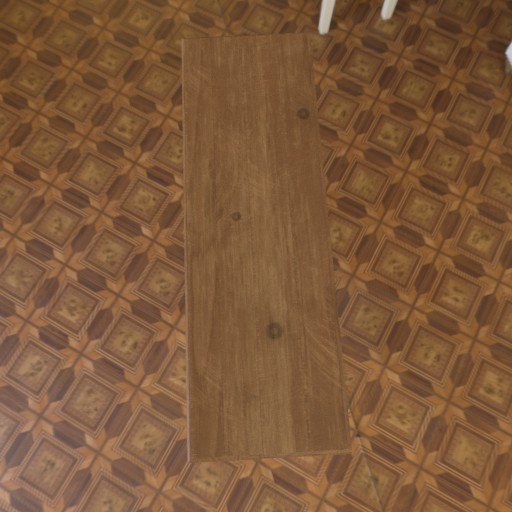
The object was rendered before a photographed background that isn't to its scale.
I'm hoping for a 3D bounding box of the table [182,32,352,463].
[{"bbox_3d":[0.000,0.000,1.602,0.399,0.800,1.219,-3,75,-1],"label":"table"}]
